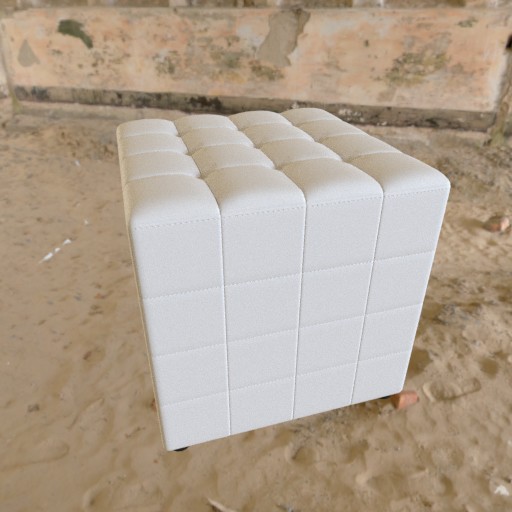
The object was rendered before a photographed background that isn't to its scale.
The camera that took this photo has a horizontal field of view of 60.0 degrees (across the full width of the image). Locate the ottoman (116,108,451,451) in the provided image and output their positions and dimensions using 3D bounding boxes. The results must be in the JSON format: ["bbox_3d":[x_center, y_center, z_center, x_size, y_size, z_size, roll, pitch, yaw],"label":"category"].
[{"bbox_3d":[0.000,0.000,0.813,0.425,0.432,0.425,-9,32,-14],"label":"ottoman"}]
